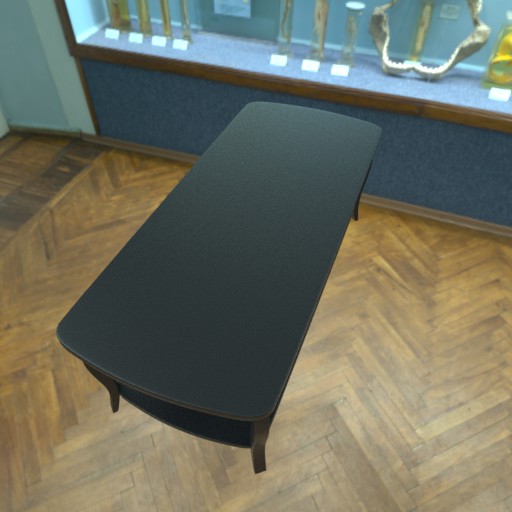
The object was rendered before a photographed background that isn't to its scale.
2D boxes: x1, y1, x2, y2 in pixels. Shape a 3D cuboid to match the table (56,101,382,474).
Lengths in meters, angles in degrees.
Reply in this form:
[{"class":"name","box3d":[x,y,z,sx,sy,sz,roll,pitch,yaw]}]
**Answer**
[{"class":"table","box3d":[0.000,0.000,1.559,0.571,0.457,1.333,16,48,15]}]
